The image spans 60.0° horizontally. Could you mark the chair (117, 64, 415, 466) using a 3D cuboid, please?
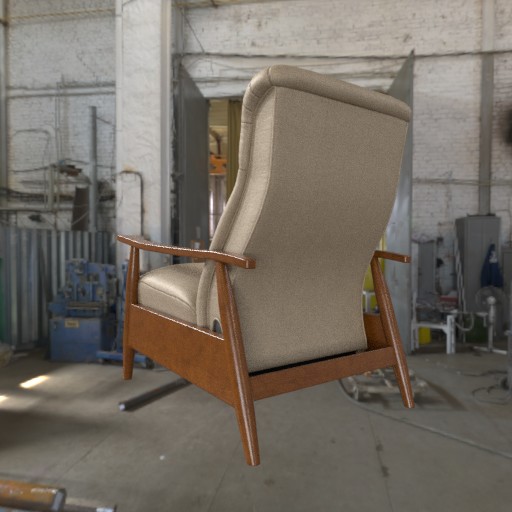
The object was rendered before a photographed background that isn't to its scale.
[{"bbox_3d":[0.000,0.000,1.756,0.762,1.082,1.032,-1,2,-37],"label":"chair"}]
